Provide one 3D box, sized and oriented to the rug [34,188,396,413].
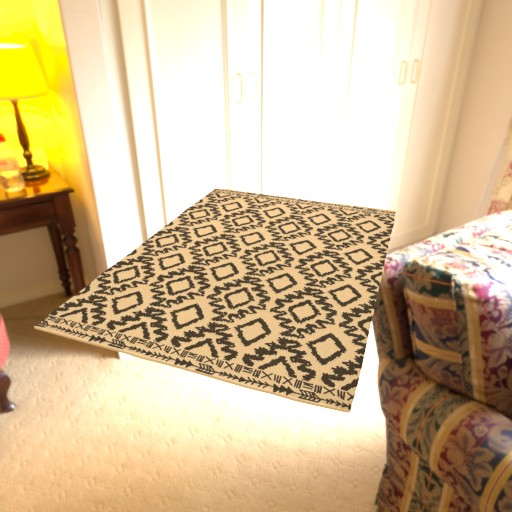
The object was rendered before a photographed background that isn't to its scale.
[{"bbox_3d":[0.000,0.000,4.406,2.444,0.036,3.369,10,30,18],"label":"rug"}]
